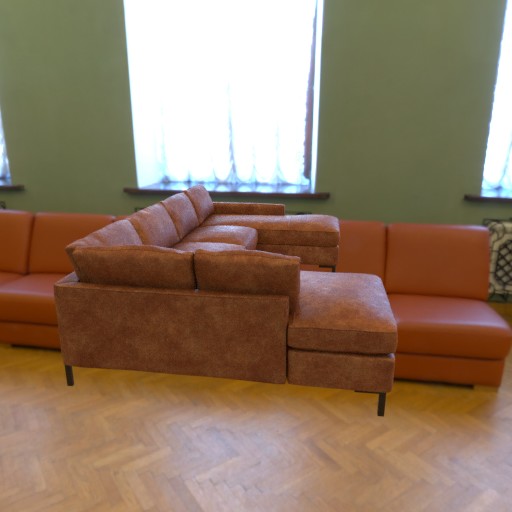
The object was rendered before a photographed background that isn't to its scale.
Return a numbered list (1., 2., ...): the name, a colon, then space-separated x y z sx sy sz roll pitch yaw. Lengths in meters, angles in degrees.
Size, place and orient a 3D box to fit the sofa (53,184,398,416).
1. sofa: 0.000 0.000 3.807 1.939 0.900 2.956 2 17 8
